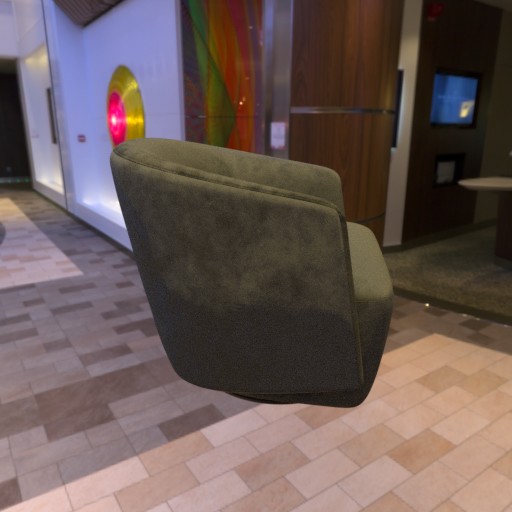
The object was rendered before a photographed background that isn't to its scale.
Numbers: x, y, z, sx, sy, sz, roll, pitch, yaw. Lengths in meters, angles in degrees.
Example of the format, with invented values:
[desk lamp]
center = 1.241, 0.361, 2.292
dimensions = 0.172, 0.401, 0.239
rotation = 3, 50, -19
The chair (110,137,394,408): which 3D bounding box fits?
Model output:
[chair]
center = 0.000, 0.000, 1.360
dimensions = 0.767, 0.698, 0.773
rotation = 3, 16, 9
